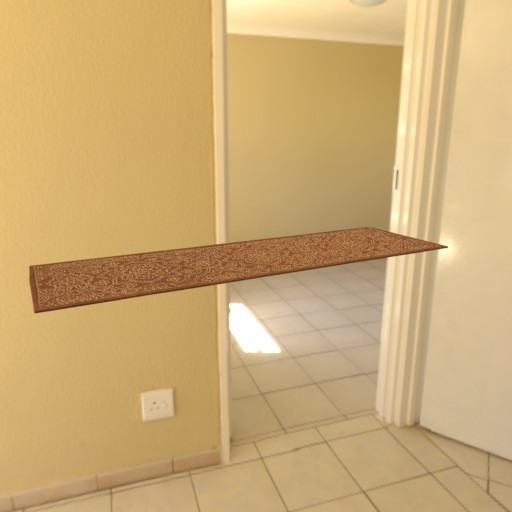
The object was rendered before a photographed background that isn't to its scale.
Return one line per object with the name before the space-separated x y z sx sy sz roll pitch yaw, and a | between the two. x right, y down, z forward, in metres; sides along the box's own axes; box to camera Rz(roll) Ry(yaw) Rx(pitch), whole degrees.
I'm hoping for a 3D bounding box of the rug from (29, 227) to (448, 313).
rug | 0.000 0.000 2.674 2.448 0.012 0.769 -8 17 -27
